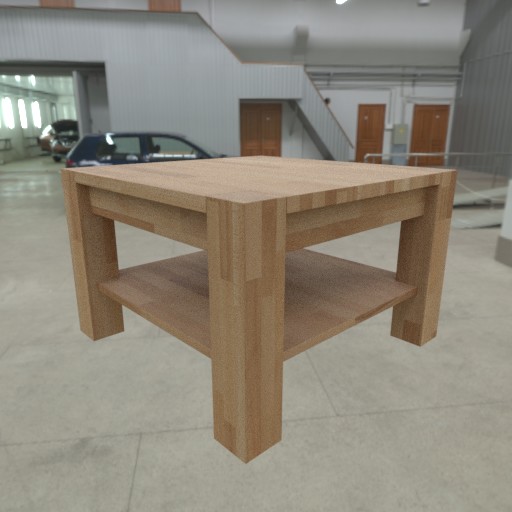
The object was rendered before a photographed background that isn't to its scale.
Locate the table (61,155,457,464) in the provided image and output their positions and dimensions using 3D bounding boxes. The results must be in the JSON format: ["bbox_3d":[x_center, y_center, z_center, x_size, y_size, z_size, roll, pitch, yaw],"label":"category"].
[{"bbox_3d":[0.000,0.000,1.168,0.700,0.451,0.700,-15,22,-41],"label":"table"}]
